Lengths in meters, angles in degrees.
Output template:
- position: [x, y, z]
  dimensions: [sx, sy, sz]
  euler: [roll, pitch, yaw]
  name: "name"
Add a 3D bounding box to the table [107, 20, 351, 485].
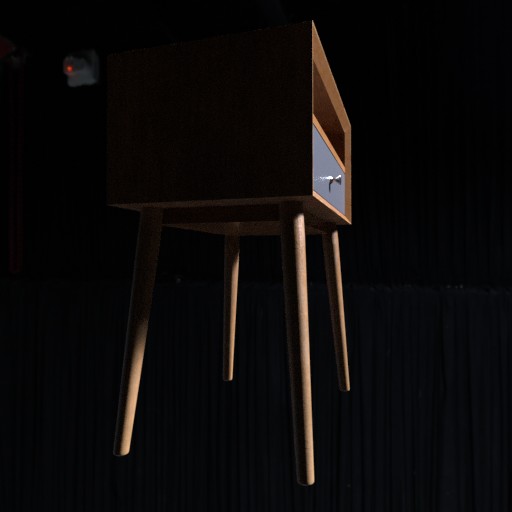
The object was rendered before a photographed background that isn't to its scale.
- position: [0.000, 0.000, 0.809]
  dimensions: [0.307, 0.580, 0.454]
  euler: [0, -1, 18]
  name: "table"
